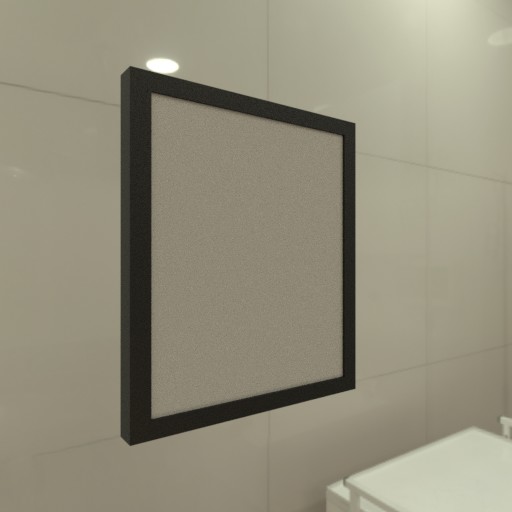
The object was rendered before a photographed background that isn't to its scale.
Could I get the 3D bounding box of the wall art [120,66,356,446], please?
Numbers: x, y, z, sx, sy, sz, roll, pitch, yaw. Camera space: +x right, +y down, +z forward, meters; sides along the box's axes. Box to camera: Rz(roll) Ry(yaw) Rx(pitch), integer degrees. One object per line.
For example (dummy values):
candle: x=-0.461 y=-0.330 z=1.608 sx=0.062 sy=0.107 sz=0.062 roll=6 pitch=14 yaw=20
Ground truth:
wall art: x=0.000 y=0.000 z=0.551 sx=0.330 sy=0.381 sz=0.029 roll=0 pitch=0 yaw=-35
